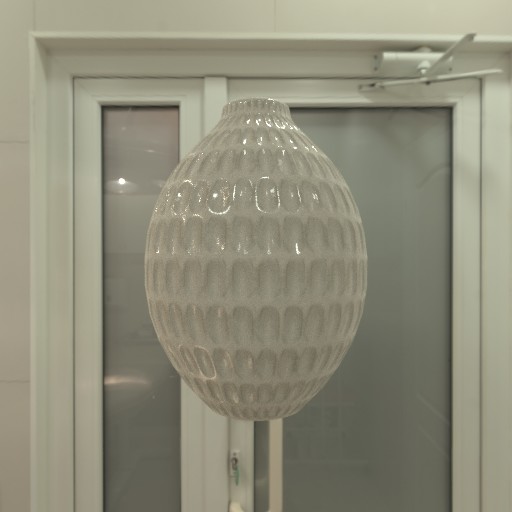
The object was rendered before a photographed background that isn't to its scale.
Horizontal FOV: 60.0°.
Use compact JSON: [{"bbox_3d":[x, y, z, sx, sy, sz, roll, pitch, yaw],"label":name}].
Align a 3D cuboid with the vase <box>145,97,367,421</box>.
[{"bbox_3d":[0.000,0.000,0.332,0.162,0.223,0.162,0,0,0],"label":"vase"}]
